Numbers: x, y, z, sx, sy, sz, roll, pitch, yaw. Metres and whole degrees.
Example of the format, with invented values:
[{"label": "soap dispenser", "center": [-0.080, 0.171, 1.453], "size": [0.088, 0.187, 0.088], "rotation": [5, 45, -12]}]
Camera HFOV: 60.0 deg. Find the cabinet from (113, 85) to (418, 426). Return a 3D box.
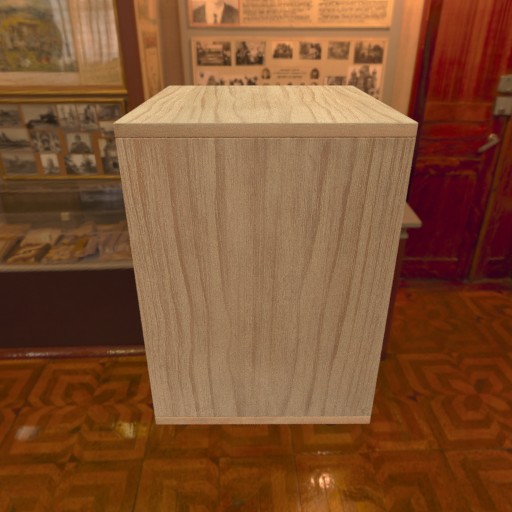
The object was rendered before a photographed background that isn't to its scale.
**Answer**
[{"label": "cabinet", "center": [0.000, 0.000, 0.862], "size": [0.401, 0.579, 0.409], "rotation": [0, 27, 0]}]
